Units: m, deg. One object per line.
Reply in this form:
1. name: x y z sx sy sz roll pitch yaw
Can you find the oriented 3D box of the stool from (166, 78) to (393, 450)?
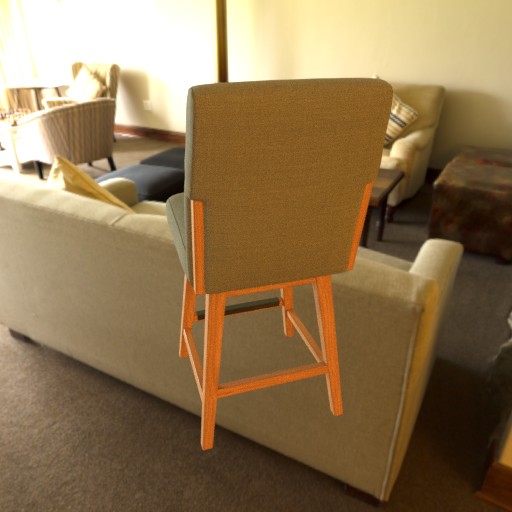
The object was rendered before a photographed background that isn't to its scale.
1. stool: 0.000 0.000 1.303 0.459 1.019 0.570 -8 29 -15
